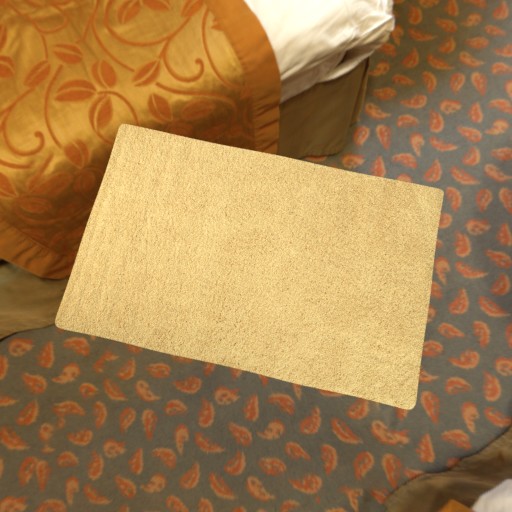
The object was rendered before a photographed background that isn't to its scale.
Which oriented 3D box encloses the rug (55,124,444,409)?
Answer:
[{"bbox_3d":[0.000,0.000,2.980,2.349,0.025,1.500,12,76,3],"label":"rug"}]
